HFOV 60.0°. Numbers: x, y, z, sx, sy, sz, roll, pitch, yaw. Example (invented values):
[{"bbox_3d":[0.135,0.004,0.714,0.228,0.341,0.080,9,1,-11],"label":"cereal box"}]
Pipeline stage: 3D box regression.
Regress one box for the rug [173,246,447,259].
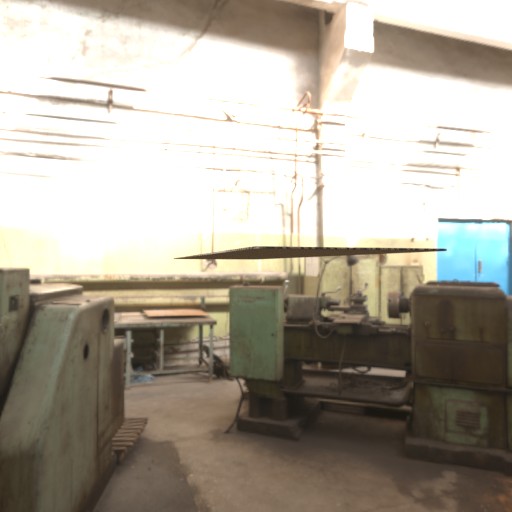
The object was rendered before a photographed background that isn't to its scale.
[{"bbox_3d":[0.000,0.000,2.478,0.686,0.008,2.286,0,-1,-16],"label":"rug"}]
